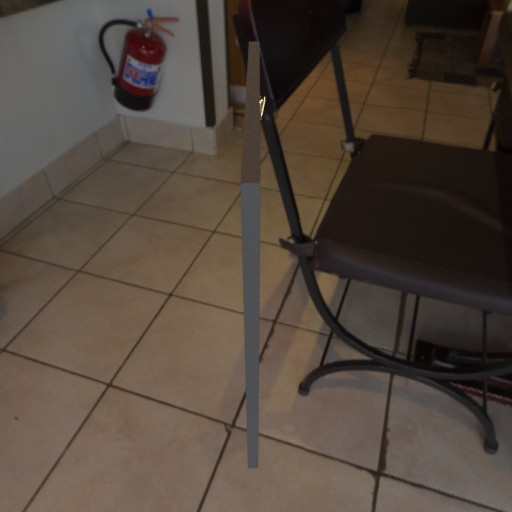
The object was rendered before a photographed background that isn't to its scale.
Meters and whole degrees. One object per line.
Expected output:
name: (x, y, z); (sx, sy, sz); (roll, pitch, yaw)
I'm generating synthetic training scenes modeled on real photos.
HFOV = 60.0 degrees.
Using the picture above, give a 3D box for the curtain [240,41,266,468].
curtain: (0.000, 0.000, 0.788); (0.027, 0.585, 0.483); (0, 40, 0)
